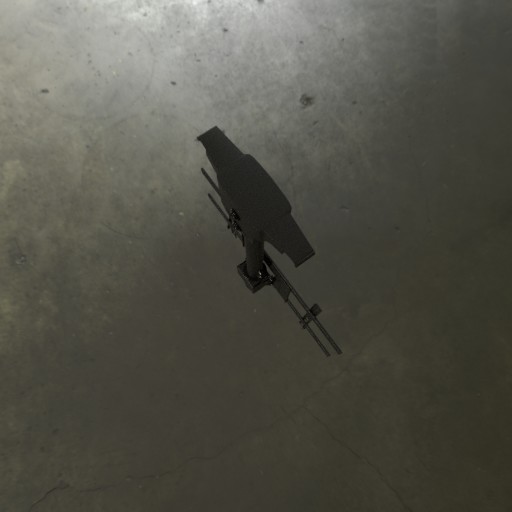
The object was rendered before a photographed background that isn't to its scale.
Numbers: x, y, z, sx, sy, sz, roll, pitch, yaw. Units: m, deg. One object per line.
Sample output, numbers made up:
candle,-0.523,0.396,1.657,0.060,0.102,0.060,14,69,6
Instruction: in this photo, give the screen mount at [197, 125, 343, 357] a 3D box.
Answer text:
screen mount,0.000,0.000,1.036,0.090,0.775,0.595,-35,78,-9
